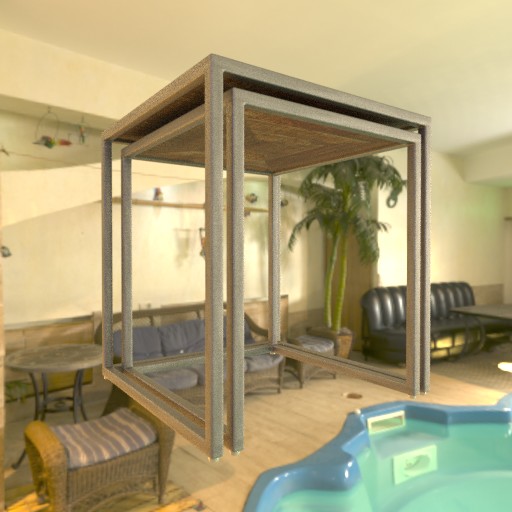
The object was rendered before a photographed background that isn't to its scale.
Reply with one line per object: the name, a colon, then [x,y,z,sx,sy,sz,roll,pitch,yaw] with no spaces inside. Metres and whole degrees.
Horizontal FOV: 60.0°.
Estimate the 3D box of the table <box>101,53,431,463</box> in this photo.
table: [0.000,0.000,0.845,0.450,0.500,0.449,-1,1,-35]
